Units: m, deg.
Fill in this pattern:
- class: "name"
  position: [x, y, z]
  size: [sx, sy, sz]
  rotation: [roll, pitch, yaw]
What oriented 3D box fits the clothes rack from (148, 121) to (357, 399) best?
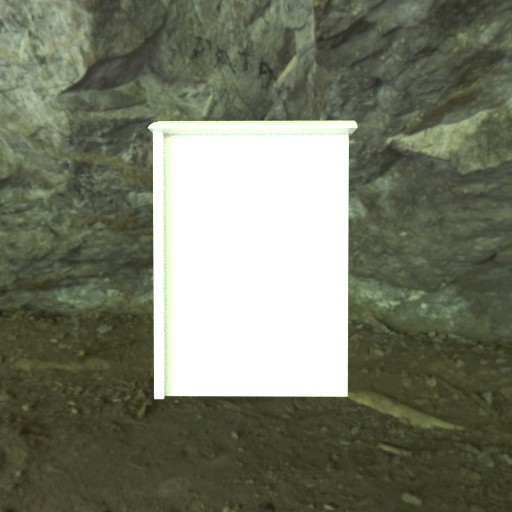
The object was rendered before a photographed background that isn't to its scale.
- class: "clothes rack"
  position: [0.000, 0.000, 1.472]
  size: [0.405, 0.558, 1.218]
  rotation: [0, 1, 1]
